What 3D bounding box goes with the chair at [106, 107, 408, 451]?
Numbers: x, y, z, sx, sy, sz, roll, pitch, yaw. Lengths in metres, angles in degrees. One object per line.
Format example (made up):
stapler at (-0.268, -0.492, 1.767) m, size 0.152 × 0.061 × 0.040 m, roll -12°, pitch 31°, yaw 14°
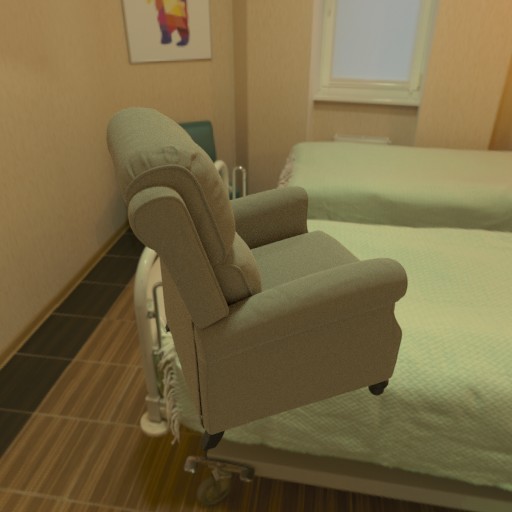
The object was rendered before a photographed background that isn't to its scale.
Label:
chair at (0.000, 0.000, 1.679) m, size 0.919 × 1.046 × 0.859 m, roll -10°, pitch 31°, yaw -18°
